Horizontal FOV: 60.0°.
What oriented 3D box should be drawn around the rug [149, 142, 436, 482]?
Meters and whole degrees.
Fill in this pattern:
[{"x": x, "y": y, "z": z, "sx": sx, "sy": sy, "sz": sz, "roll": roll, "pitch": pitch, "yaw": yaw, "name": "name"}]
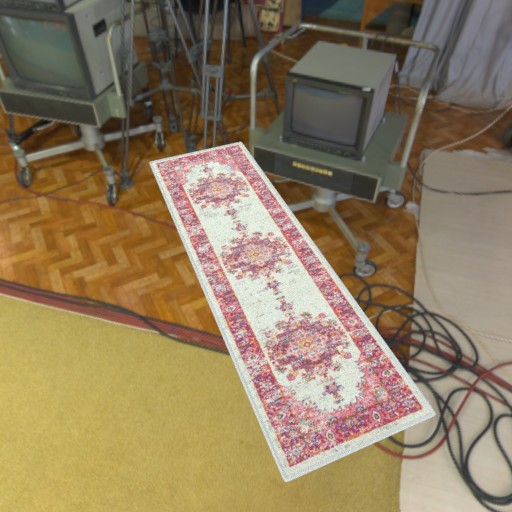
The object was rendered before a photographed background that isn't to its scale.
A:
[{"x": 0.000, "y": 0.000, "z": 1.994, "sx": 0.562, "sy": 0.009, "sz": 1.824, "roll": -16, "pitch": 48, "yaw": -15, "name": "rug"}]
